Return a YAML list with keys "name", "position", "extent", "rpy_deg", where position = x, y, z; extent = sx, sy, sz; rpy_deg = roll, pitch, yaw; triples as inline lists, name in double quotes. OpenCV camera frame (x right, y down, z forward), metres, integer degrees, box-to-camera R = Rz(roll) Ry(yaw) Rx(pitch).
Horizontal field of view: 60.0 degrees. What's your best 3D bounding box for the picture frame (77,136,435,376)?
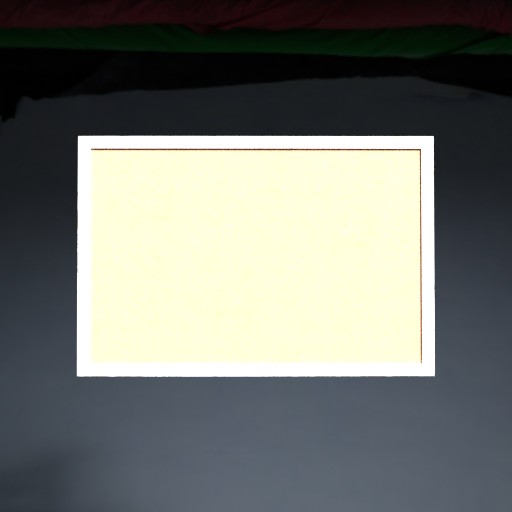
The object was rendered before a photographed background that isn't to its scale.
- name: "picture frame"
  position: [0.000, 0.000, 1.197]
  extent: [0.950, 0.640, 0.029]
  rpy_deg: [0, -1, 0]
